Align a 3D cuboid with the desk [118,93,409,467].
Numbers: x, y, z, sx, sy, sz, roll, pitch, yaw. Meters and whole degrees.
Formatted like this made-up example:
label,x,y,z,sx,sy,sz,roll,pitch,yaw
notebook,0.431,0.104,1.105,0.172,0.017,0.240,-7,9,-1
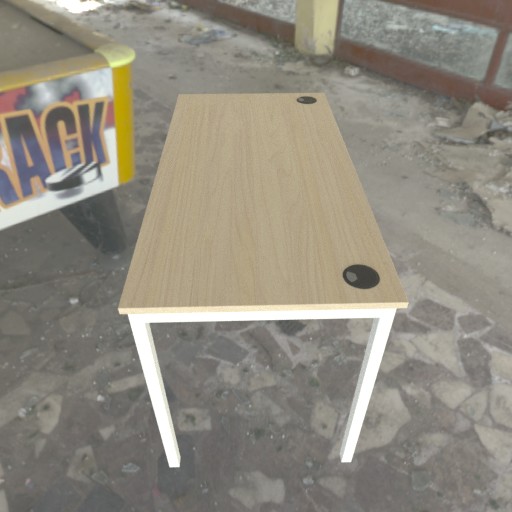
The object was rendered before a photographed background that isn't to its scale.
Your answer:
label,x,y,z,sx,sy,sz,roll,pitch,yaw
desk,0.000,0.000,1.611,0.600,0.750,1.200,-1,40,-1
